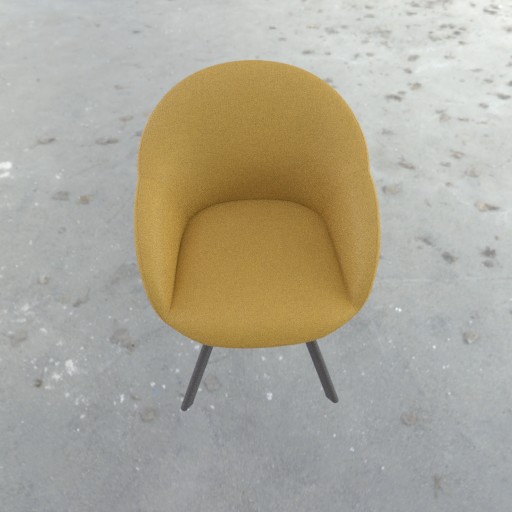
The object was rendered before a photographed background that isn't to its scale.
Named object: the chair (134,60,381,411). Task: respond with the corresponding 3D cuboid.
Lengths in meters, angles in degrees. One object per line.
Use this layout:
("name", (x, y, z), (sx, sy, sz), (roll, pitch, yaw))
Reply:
("chair", (0.000, 0.000, 1.175), (0.551, 0.793, 0.583), (-2, 46, -2))
